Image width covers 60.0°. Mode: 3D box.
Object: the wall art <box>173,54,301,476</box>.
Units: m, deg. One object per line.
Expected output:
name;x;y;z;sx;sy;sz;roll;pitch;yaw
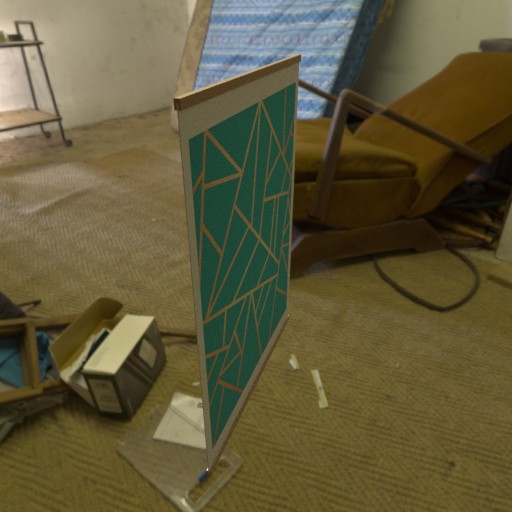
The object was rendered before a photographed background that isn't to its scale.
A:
wall art;0.000;0.000;1.302;0.013;1.016;0.758;11;32;18
